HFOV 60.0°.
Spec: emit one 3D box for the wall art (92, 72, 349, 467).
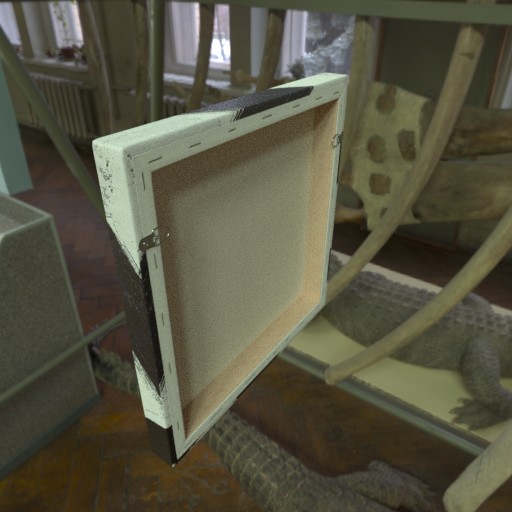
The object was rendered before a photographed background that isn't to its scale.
[{"bbox_3d":[0.000,0.000,0.742,0.050,0.508,0.507,20,37,30],"label":"wall art"}]
